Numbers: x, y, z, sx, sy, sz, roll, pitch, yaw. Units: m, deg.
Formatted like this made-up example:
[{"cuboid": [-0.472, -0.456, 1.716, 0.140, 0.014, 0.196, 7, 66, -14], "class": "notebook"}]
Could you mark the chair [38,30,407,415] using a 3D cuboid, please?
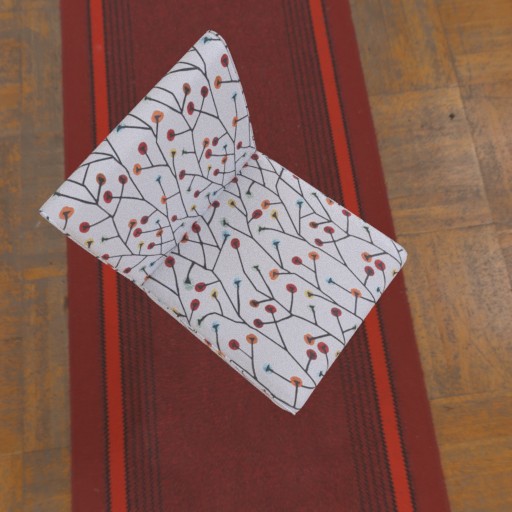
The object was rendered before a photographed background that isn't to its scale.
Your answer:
[{"cuboid": [0.000, 0.000, 1.308, 0.732, 0.813, 0.597, 37, 79, 8], "class": "chair"}]
